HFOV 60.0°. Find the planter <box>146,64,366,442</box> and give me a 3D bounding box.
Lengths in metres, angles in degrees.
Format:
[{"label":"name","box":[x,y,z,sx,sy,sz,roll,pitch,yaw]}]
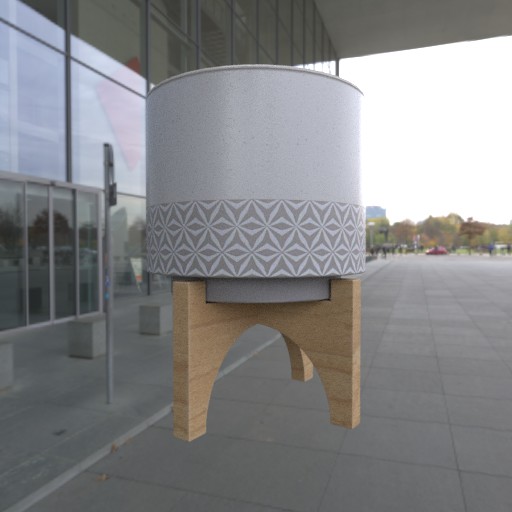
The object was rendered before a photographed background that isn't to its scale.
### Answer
[{"label":"planter","box":[0.000,0.000,0.392,0.188,0.260,0.188,0,1,0]}]
